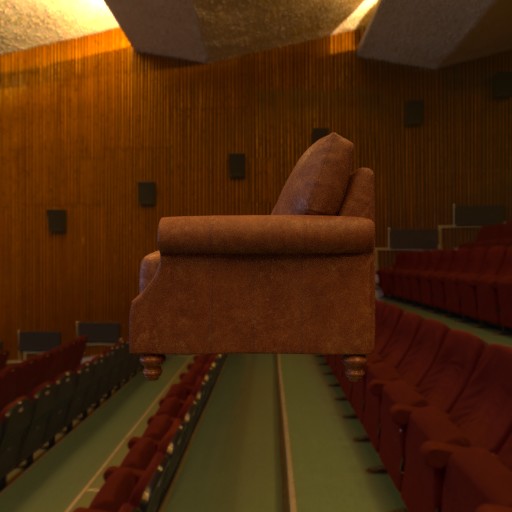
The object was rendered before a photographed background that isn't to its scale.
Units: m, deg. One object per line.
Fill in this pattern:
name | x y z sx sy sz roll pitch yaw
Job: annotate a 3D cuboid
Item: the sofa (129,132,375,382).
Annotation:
sofa | 0.000 0.000 2.787 0.973 0.977 2.351 0 0 1
